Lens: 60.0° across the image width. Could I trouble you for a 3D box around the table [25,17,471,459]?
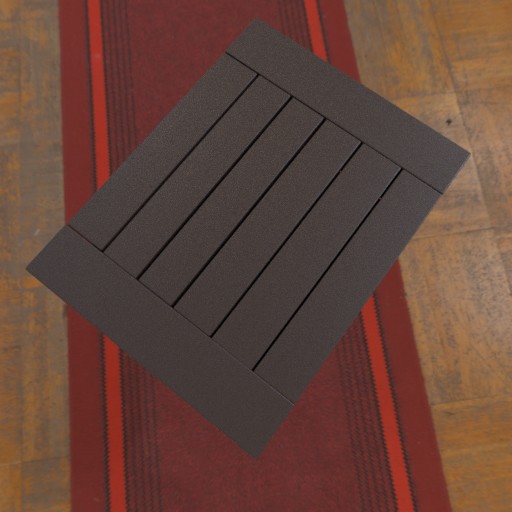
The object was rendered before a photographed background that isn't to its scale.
[{"bbox_3d":[0.000,0.000,1.015,0.460,0.605,0.602,36,78,9],"label":"table"}]
